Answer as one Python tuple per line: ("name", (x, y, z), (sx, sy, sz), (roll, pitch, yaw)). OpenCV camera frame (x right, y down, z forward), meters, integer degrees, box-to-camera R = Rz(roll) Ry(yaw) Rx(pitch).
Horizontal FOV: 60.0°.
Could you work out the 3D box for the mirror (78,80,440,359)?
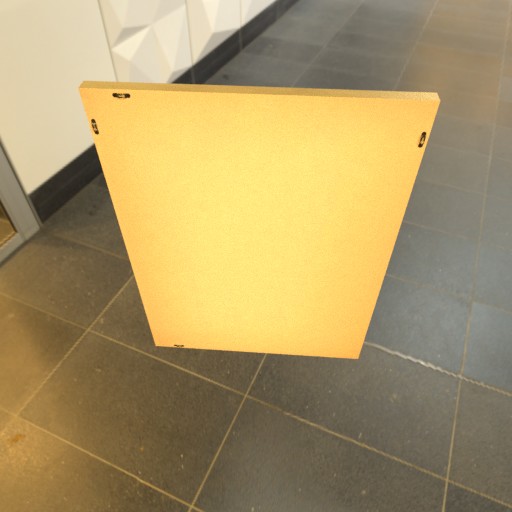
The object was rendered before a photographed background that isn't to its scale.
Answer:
("mirror", (0.000, 0.000, 1.308), (0.762, 1.016, 0.040), (3, 46, 3))
